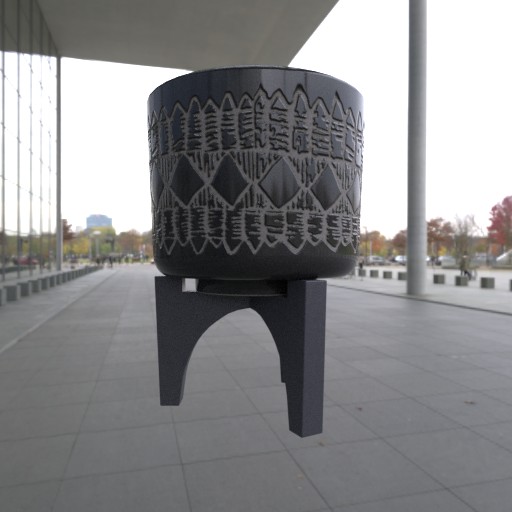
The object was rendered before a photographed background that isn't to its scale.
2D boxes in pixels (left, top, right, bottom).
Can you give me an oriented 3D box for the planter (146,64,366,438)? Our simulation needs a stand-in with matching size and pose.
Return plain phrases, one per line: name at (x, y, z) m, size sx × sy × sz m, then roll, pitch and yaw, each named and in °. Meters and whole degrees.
planter at (0.000, 0.000, 0.268) m, size 0.129 × 0.177 × 0.129 m, roll 0°, pitch 0°, yaw 0°
